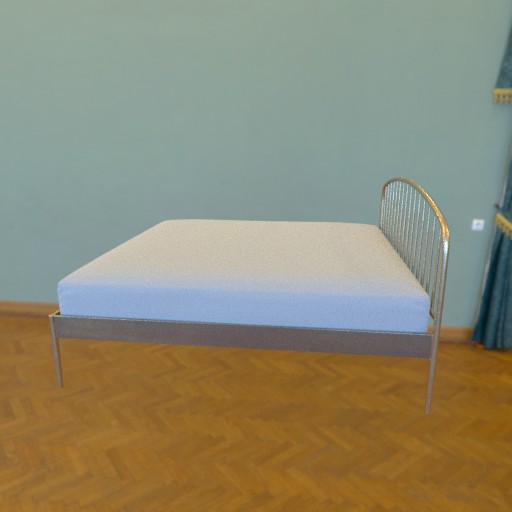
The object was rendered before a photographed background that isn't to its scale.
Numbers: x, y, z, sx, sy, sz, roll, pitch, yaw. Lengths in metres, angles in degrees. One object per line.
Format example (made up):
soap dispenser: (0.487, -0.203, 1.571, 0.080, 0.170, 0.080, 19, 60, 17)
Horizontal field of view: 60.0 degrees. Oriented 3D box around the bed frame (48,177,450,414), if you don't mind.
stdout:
bed frame: (0.000, 0.000, 3.334, 2.152, 1.174, 2.016, 2, 15, 7)
